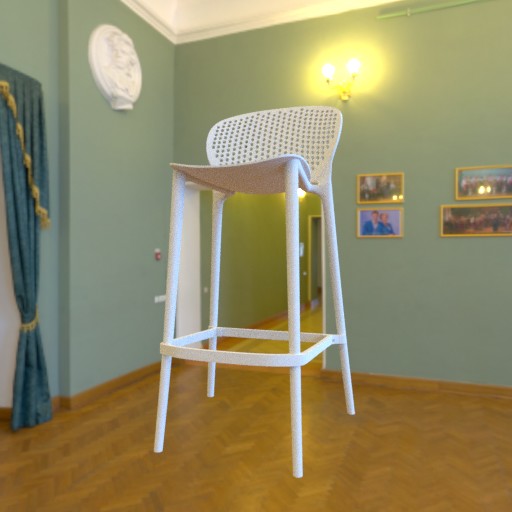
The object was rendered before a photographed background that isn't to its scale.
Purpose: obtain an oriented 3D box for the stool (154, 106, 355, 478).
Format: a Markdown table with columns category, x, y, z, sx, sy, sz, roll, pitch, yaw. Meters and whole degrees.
| category | x | y | z | sx | sy | sz | roll | pitch | yaw |
| --- | --- | --- | --- | --- | --- | --- | --- | --- | --- |
| stool | 0.000 | 0.000 | 1.341 | 0.536 | 1.045 | 0.535 | 0 | 1 | 20 |
